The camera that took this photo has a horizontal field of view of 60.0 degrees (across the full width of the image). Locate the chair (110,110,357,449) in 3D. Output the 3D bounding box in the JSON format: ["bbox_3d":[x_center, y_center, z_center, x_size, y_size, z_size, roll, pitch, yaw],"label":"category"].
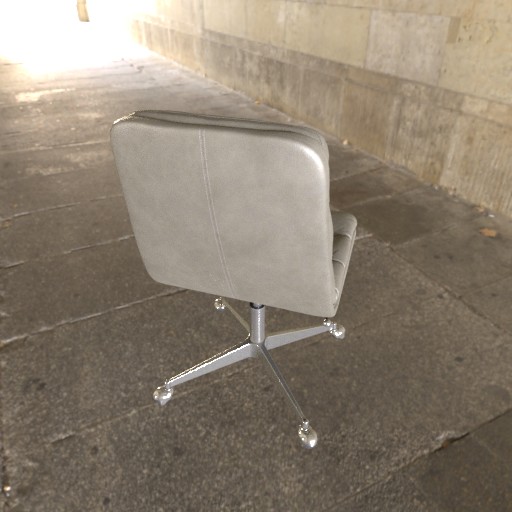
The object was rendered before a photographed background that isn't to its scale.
[{"bbox_3d":[0.000,0.000,1.017,0.422,0.738,0.485,10,34,15],"label":"chair"}]
